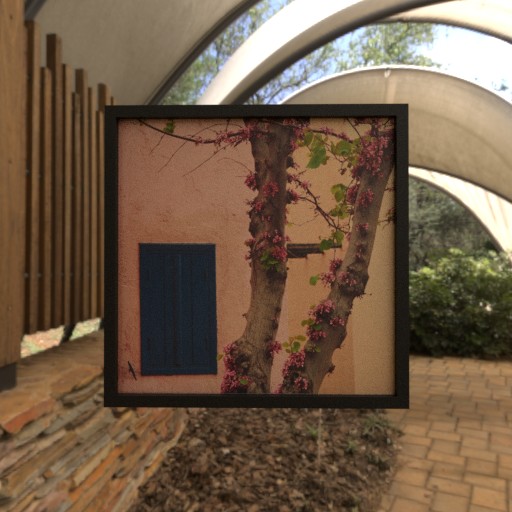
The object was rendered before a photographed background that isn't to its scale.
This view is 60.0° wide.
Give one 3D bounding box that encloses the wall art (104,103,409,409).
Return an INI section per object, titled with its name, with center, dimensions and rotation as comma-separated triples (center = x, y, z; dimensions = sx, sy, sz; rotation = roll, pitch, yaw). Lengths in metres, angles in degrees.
[wall art]
center = 0.000, 0.000, 0.462
dimensions = 0.305, 0.304, 0.038
rotation = 0, 0, 1
